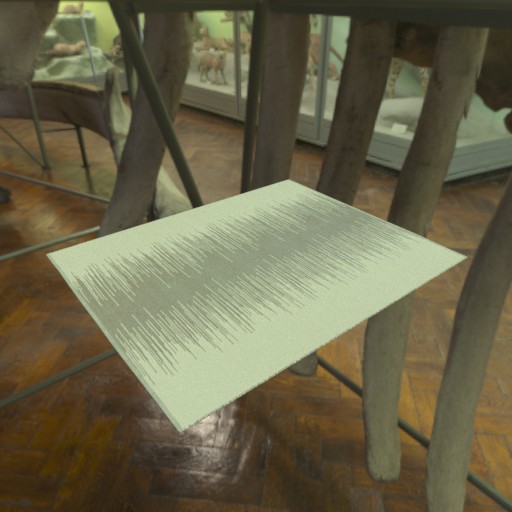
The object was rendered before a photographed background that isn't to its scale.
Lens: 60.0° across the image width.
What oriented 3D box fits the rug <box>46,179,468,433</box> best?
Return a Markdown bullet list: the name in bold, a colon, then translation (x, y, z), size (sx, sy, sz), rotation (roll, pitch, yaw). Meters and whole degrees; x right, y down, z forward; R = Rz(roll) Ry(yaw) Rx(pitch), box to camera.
- **rug**: translation (0.000, 0.000, 4.082), size (3.037, 0.010, 2.453), rotation (-22, 38, -32)
